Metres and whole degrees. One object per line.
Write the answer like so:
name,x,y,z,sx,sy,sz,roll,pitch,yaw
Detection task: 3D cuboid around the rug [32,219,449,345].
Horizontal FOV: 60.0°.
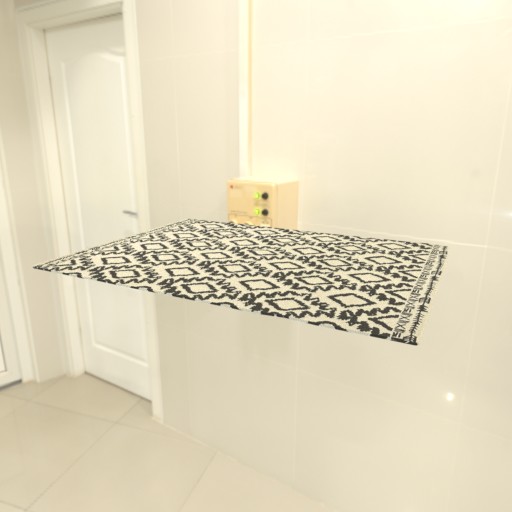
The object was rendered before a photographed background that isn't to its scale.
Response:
rug,0.000,0.000,4.327,3.369,0.036,2.444,8,18,25
